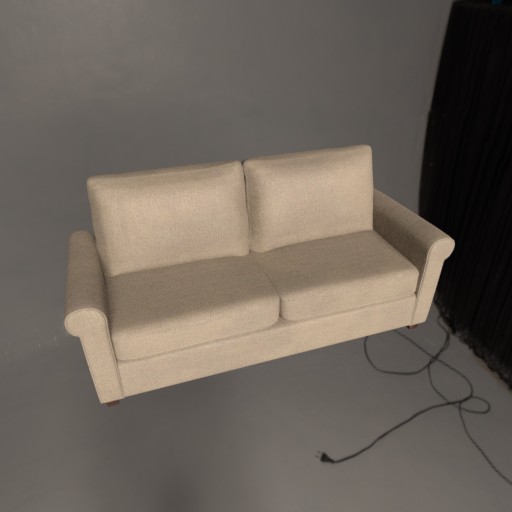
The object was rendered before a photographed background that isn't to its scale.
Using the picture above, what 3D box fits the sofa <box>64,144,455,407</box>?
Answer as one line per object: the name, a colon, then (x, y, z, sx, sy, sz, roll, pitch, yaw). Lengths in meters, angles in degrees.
sofa: (0.000, 0.000, 2.462, 1.935, 0.942, 0.842, -10, 34, -16)
